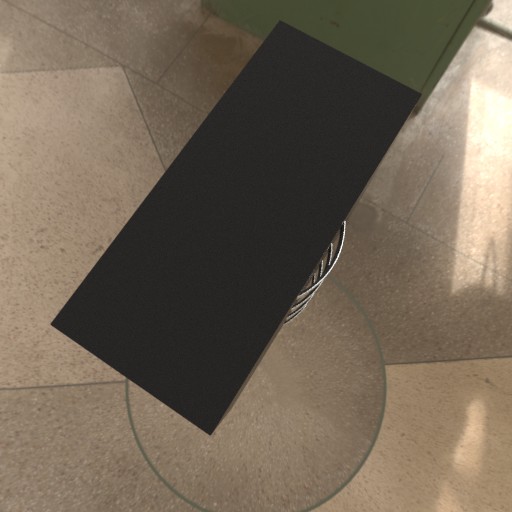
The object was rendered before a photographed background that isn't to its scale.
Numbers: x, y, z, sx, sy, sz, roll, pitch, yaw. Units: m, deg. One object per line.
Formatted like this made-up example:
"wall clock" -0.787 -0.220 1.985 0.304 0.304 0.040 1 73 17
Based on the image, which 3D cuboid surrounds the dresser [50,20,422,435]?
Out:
"dresser" 0.000 0.000 1.164 0.360 0.720 0.750 32 77 8
